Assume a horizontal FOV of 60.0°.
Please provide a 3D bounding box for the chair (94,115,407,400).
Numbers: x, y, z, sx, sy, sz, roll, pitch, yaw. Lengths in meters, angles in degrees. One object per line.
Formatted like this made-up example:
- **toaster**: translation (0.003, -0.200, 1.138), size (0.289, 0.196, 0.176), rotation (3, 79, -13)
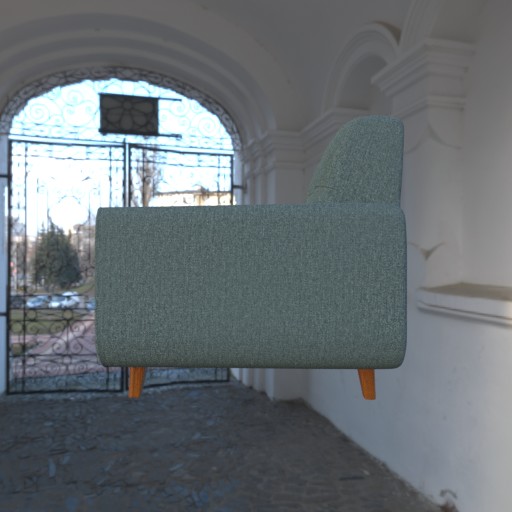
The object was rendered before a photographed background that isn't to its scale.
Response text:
- **chair**: translation (0.000, 0.000, 1.734), size (0.964, 0.940, 0.880), rotation (0, 0, 1)
